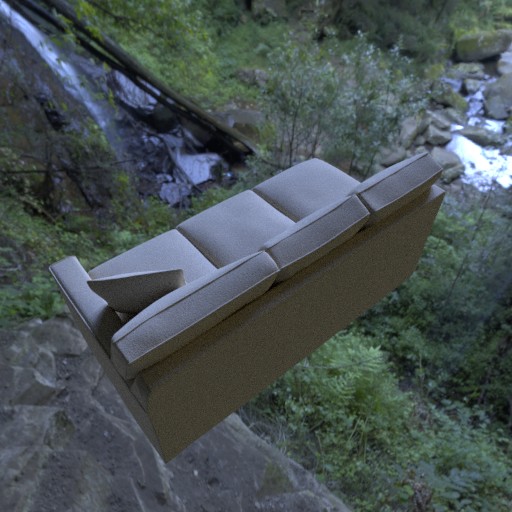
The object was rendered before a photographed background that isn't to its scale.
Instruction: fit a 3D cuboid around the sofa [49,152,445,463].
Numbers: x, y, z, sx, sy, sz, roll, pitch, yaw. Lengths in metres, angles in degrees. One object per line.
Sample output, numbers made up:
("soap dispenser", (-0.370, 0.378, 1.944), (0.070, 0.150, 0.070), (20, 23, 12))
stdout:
("sofa", (0.000, 0.000, 2.545), (1.963, 0.946, 1.034), (-30, 53, -26))
